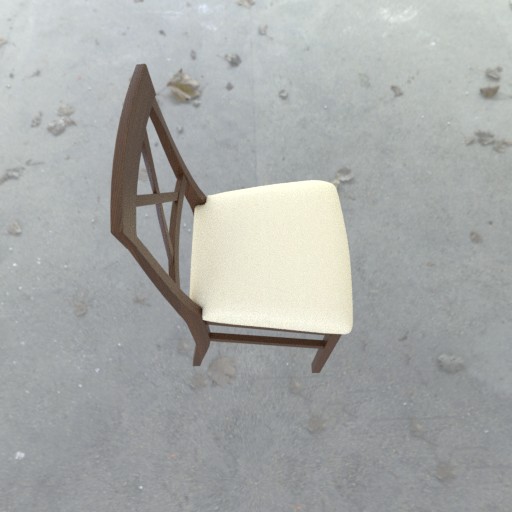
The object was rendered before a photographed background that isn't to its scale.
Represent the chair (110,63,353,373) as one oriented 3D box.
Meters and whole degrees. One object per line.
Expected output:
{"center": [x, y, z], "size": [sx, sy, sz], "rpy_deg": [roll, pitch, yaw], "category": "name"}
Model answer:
{"center": [0.000, 0.000, 1.166], "size": [0.480, 0.913, 0.440], "rpy_deg": [-1, 63, 0], "category": "chair"}
